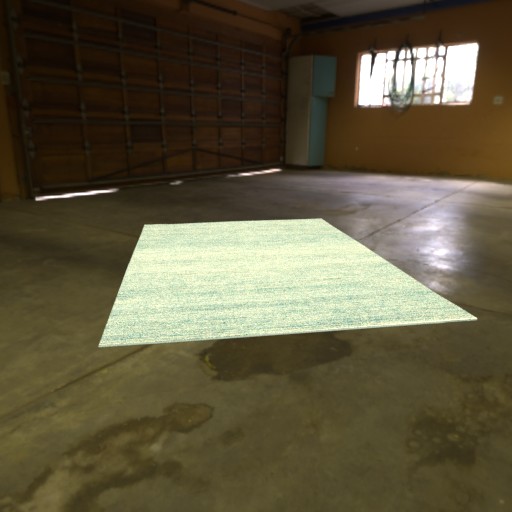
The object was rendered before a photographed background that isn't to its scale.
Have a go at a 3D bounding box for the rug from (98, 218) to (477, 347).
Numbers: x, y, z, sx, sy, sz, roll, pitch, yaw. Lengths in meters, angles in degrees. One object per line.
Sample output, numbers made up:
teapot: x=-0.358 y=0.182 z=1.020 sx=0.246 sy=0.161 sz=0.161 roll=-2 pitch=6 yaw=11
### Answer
rug: x=0.000 y=0.000 z=2.920 sx=1.613 sy=0.030 sz=2.306 roll=-3 pitch=16 yaw=-9
